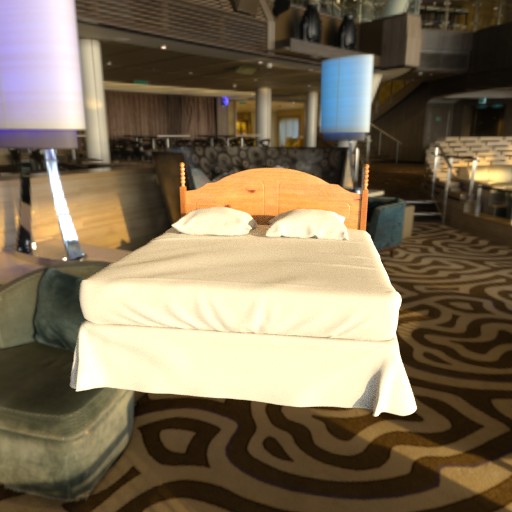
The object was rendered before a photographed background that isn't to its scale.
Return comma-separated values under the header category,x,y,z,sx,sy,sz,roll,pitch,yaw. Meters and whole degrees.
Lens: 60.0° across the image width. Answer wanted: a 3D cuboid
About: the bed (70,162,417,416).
category,x,y,z,sx,sy,sz,roll,pitch,yaw
bed,0.000,0.000,3.589,2.322,1.355,2.219,2,15,8
